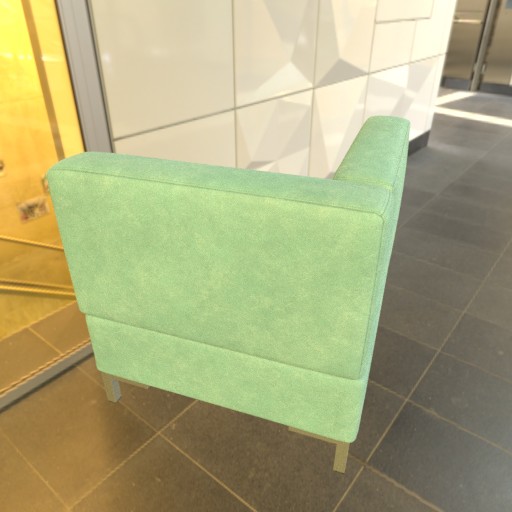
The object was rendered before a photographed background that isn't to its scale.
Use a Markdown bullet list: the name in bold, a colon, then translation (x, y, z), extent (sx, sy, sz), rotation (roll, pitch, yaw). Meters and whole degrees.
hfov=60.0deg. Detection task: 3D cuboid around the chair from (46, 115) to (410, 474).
- **chair**: translation (0.000, 0.000, 1.182), extent (0.680, 0.660, 0.680), rotation (10, 32, 17)
